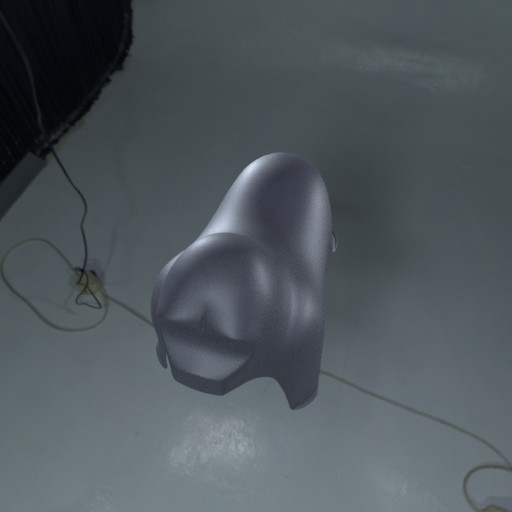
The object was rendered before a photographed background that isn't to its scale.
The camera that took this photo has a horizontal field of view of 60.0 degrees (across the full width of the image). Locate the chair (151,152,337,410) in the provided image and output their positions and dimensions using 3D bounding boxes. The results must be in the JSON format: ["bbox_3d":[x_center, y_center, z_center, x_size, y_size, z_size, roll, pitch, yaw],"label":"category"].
[{"bbox_3d":[0.000,0.000,1.133,0.490,0.600,0.758,15,59,9],"label":"chair"}]
